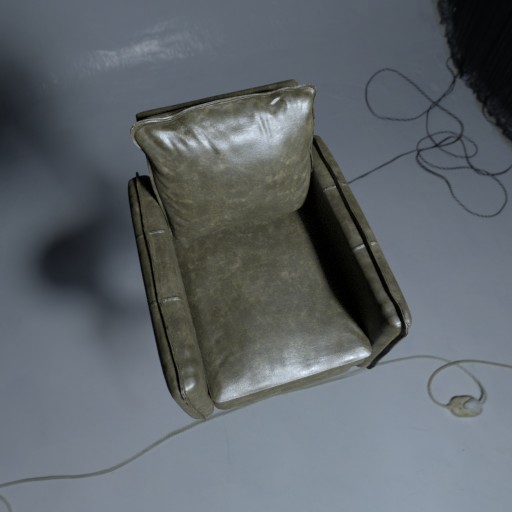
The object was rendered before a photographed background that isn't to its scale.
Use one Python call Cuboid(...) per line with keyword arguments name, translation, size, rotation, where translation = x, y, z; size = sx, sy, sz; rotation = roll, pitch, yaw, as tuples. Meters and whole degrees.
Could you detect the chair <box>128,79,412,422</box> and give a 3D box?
Cuboid(name="chair", translation=(0.000, 0.000, 1.627), size=(0.830, 0.921, 0.921), rotation=(-15, 64, -8))
